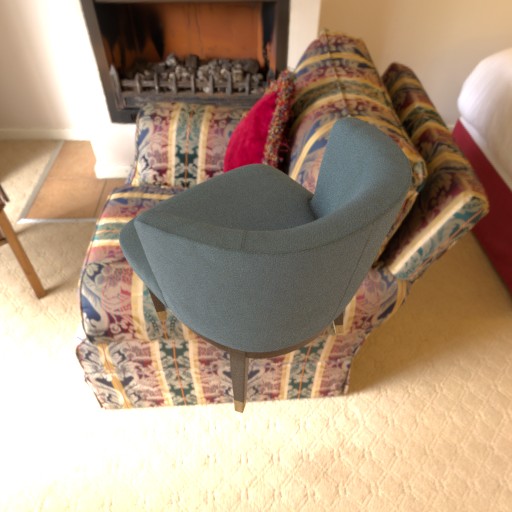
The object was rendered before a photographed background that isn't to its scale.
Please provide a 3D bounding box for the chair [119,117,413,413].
[{"bbox_3d":[0.000,0.000,1.300,0.661,0.760,0.702,-31,54,-26],"label":"chair"}]
